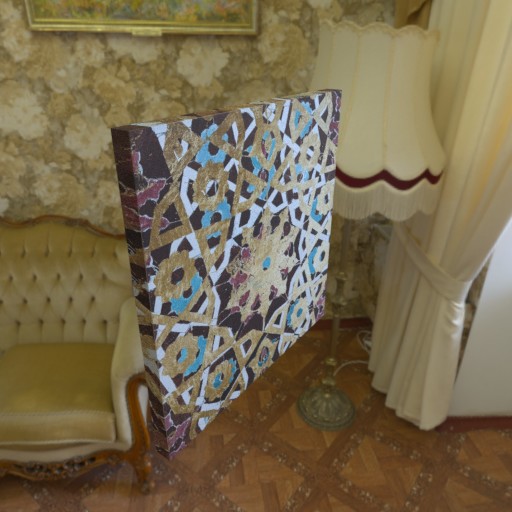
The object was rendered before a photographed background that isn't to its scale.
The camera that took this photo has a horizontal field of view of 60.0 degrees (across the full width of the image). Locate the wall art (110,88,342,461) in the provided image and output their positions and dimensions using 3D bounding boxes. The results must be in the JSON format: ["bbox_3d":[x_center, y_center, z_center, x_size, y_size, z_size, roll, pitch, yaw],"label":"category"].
[{"bbox_3d":[0.000,0.000,0.936,0.041,0.613,0.609,18,32,32],"label":"wall art"}]
